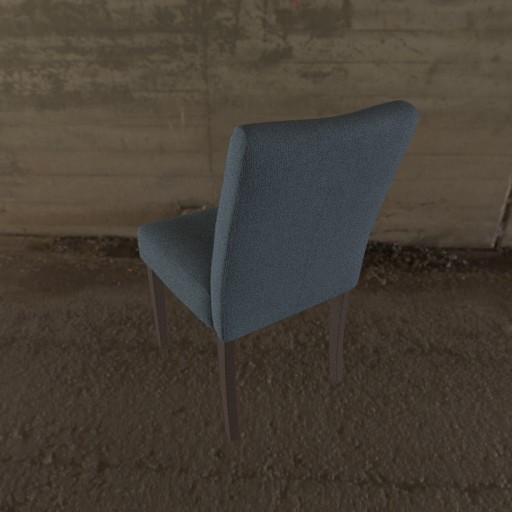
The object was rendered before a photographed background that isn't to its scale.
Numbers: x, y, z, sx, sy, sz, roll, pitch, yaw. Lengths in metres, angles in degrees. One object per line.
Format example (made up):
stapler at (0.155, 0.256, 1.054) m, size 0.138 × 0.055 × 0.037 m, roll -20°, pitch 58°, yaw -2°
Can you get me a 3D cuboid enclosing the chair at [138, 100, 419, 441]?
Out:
chair at (0.000, 0.000, 1.252) m, size 0.487 × 0.882 × 0.629 m, roll -18°, pitch 34°, yaw -29°
